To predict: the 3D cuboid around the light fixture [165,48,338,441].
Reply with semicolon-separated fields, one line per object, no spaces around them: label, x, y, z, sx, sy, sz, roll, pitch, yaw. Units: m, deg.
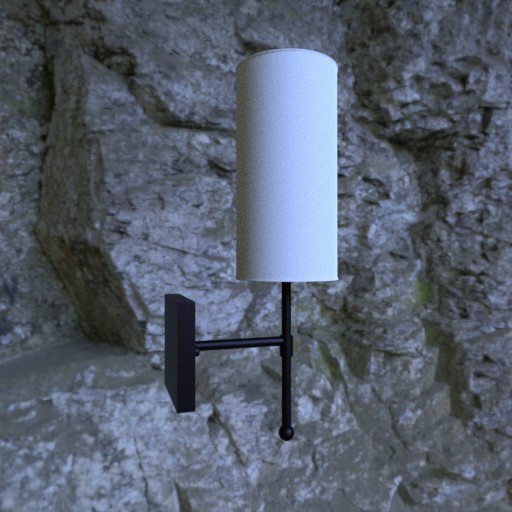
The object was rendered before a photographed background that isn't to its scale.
light fixture;0.000;0.000;0.544;0.208;0.462;0.128;0;0;-18
